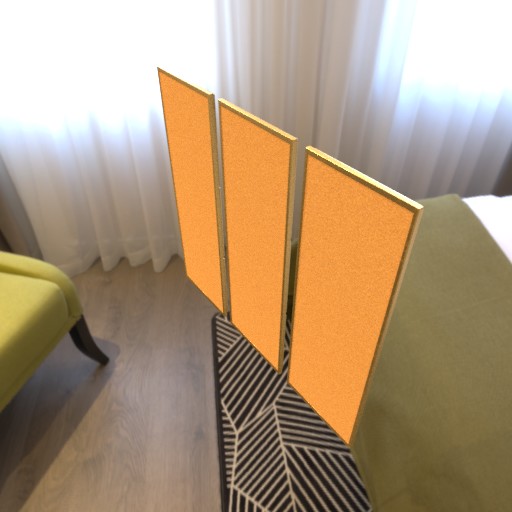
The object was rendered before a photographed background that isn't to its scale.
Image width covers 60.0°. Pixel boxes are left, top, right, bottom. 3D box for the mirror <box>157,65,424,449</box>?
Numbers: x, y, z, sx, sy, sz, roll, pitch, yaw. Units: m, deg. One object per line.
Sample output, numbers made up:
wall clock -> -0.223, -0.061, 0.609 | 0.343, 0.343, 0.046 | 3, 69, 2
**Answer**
mirror -> 0.000, 0.000, 1.421 | 0.023, 0.926, 1.011 | -27, 47, -28
